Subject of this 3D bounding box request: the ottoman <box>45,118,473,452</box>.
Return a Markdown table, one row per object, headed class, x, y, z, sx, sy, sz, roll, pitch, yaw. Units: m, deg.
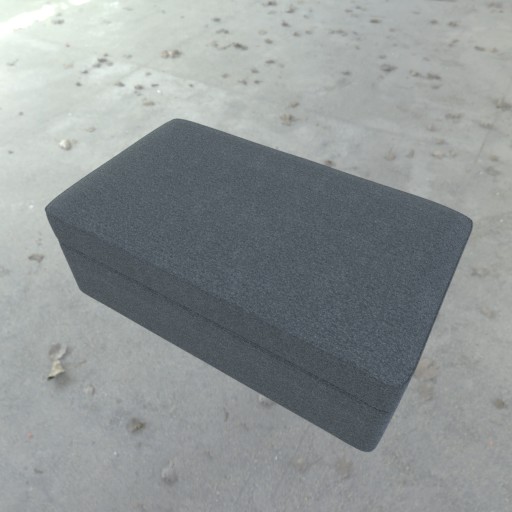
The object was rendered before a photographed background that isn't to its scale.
| class | x | y | z | sx | sy | sz | roll | pitch | yaw |
| --- | --- | --- | --- | --- | --- | --- | --- | --- | --- |
| ottoman | 0.000 | 0.000 | 1.499 | 1.173 | 0.494 | 0.681 | 24 | 51 | 21 |
